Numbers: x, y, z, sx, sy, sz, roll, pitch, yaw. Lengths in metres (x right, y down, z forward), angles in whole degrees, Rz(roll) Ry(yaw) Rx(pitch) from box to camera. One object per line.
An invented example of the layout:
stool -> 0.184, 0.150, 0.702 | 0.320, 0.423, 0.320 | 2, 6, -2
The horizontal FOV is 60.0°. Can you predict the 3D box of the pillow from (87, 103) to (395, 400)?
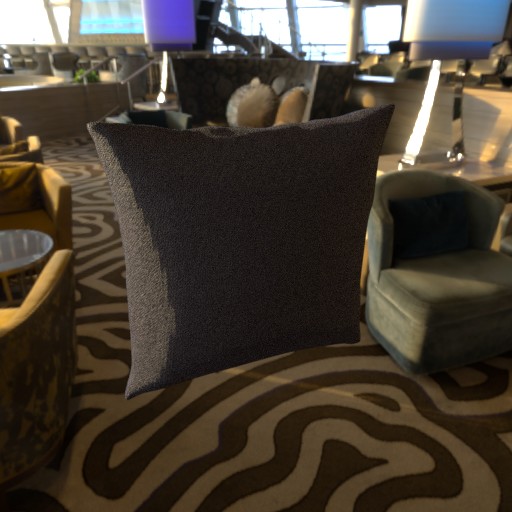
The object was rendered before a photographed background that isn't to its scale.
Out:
pillow -> 0.000, 0.000, 0.697 | 0.452, 0.439, 0.204 | -10, 27, -20
